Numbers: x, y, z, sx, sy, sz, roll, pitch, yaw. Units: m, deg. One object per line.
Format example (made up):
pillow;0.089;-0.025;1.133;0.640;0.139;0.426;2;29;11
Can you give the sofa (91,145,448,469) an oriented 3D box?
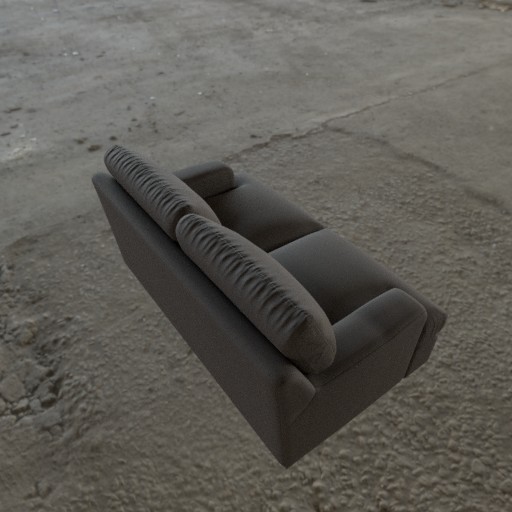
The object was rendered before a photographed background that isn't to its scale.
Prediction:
sofa;0.000;0.000;2.526;1.143;0.940;1.880;-25;46;-27
